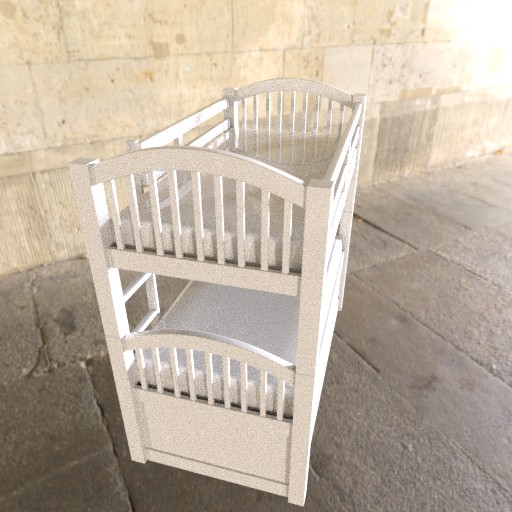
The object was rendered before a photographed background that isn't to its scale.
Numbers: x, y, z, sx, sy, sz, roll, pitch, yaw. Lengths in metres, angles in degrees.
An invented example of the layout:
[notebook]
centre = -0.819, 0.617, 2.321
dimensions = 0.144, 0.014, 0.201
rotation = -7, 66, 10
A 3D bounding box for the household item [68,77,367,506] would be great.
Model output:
[household item]
centre = 0.000, 0.000, 3.034
dimensions = 1.143, 2.032, 2.032
rotation = 8, 30, 14
